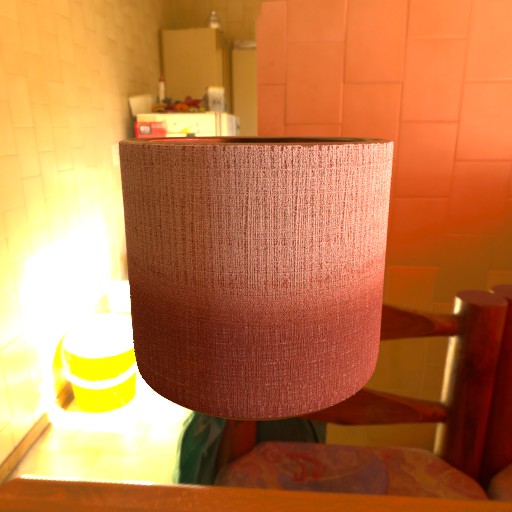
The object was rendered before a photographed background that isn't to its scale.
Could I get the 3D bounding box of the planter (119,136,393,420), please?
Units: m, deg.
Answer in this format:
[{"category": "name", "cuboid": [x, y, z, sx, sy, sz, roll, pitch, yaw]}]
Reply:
[{"category": "planter", "cuboid": [0.000, 0.000, 0.391, 0.221, 0.201, 0.221, 0, 16, 0]}]
